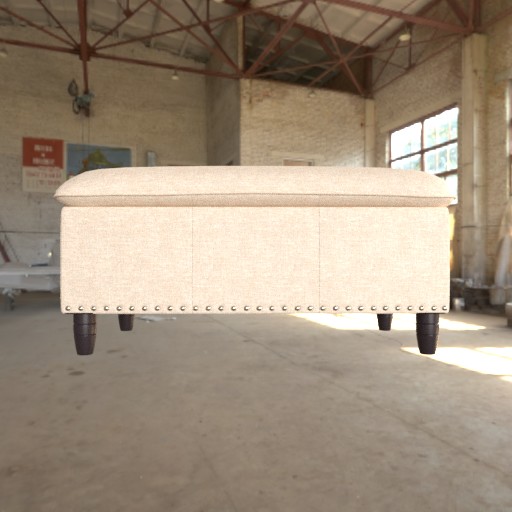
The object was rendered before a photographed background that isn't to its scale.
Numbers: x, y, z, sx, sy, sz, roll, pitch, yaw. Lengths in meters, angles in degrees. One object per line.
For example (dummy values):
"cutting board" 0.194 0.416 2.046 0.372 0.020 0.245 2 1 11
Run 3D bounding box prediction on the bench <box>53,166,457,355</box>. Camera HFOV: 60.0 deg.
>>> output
"bench" 0.000 0.000 1.270 0.991 0.483 0.483 0 0 0
